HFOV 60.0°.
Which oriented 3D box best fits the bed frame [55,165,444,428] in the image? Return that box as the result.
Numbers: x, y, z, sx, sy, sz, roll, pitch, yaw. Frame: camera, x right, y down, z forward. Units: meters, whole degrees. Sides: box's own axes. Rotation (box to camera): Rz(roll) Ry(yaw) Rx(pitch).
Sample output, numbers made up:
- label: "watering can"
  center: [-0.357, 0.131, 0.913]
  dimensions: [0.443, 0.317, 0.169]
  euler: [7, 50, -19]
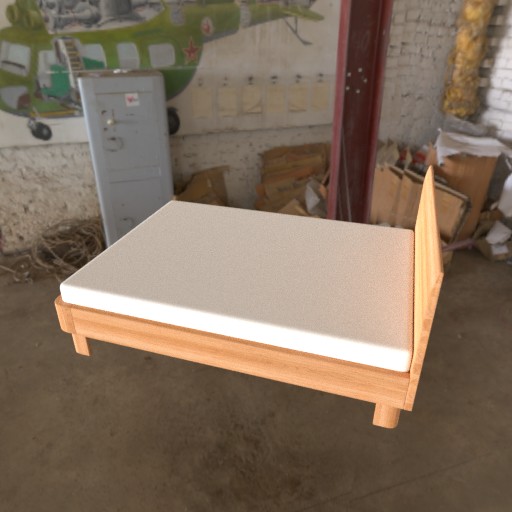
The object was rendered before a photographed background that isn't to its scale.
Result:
- label: "bed frame"
  center: [0.000, 0.000, 2.812]
  dimensions: [1.992, 0.940, 1.472]
  euler: [9, 30, 16]
